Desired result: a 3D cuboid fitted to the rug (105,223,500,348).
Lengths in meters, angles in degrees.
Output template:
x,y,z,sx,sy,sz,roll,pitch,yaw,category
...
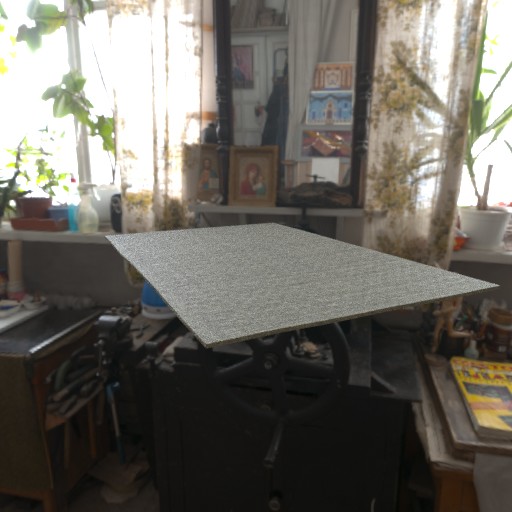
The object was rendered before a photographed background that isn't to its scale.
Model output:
x,y,z,sx,sy,sz,roll,pitch,yaw,category
0.000,0.000,2.832,1.532,0.018,2.297,-6,14,-26,rug
